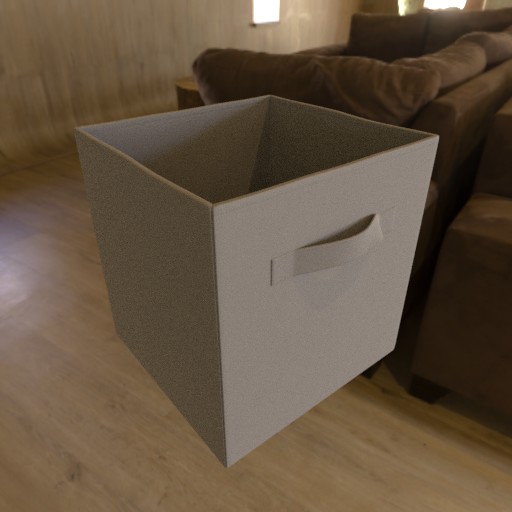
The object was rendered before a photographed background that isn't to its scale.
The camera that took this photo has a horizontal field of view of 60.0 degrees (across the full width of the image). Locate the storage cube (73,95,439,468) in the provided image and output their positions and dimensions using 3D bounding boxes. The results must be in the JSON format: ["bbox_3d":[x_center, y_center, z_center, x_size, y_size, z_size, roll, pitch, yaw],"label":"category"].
[{"bbox_3d":[0.000,0.000,0.504,0.270,0.280,0.270,-22,38,-33],"label":"storage cube"}]
